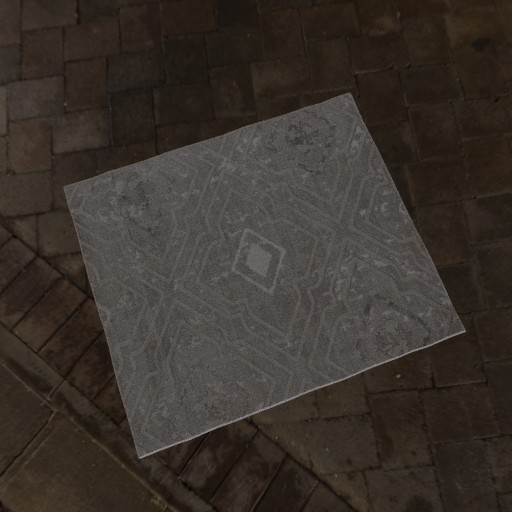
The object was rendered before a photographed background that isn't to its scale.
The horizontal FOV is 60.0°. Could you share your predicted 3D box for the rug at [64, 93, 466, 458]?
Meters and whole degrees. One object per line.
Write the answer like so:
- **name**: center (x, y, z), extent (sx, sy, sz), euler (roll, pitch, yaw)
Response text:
- **rug**: center (0.000, 0.000, 0.868), extent (0.639, 0.006, 0.548), euler (-20, 76, -5)
